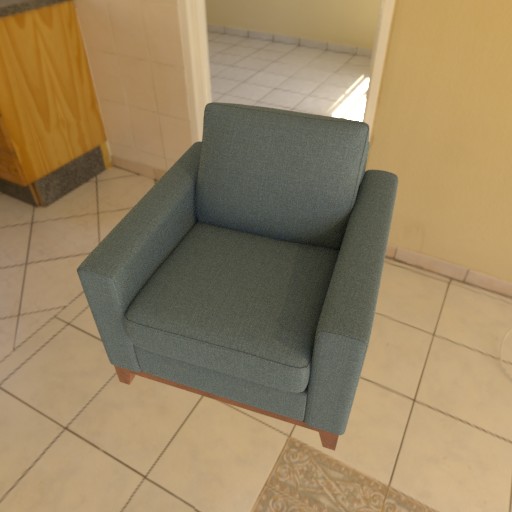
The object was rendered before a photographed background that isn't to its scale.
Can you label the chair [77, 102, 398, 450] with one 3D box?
[{"bbox_3d":[0.000,0.000,1.886,1.024,1.010,1.038,13,43,14],"label":"chair"}]
